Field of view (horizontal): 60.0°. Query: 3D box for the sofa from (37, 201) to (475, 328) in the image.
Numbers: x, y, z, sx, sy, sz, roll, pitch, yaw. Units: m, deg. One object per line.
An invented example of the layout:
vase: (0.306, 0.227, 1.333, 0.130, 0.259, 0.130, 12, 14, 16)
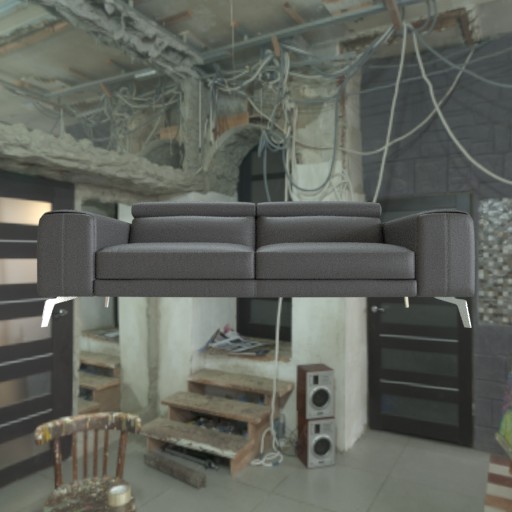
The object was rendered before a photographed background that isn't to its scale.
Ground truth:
sofa: (0.000, 0.000, 2.823, 2.321, 0.759, 1.023, 0, 0, 0)
